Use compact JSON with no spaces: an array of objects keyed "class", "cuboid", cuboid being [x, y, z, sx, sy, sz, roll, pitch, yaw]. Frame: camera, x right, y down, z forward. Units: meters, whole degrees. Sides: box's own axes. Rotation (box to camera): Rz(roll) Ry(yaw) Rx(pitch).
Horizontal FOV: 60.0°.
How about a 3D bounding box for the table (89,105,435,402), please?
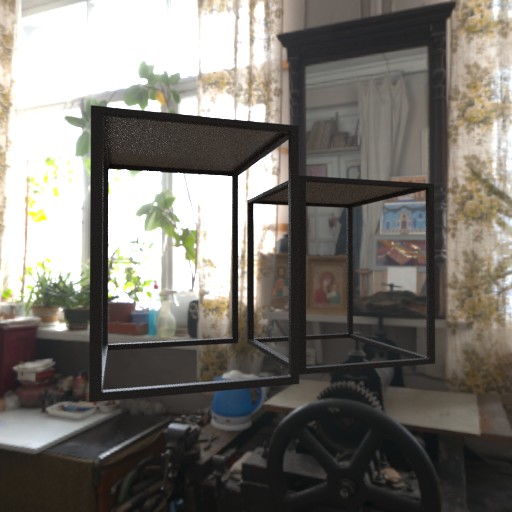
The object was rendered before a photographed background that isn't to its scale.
[{"class":"table","cuboid":[0.000,0.000,1.164,0.788,0.540,0.508,0,-1,-17]}]
